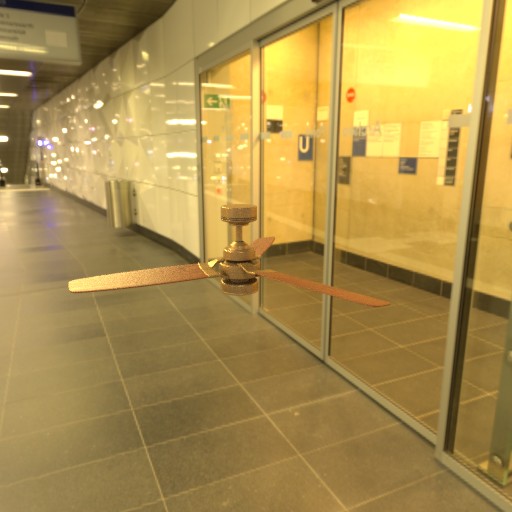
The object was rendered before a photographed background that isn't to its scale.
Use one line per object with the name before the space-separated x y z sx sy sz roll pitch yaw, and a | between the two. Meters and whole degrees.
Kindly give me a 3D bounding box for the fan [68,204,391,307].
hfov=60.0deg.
fan | 0.000 0.000 2.023 1.416 0.425 1.271 -13 18 -43
